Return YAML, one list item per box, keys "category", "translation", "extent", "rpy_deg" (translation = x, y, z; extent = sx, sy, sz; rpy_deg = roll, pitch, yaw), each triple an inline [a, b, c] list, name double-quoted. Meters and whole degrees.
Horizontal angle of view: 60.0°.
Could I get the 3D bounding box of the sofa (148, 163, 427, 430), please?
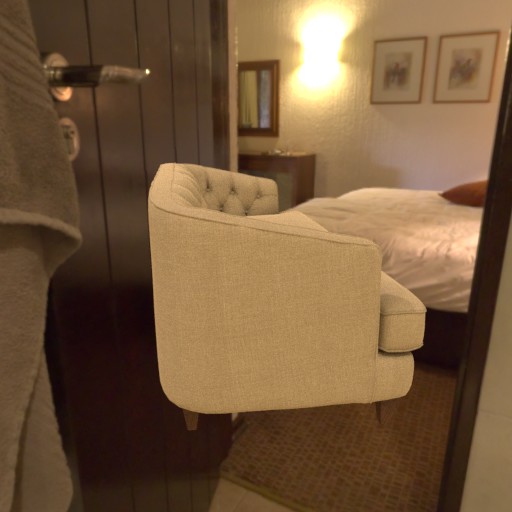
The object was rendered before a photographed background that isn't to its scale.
- category: "sofa"
  translation: [0.000, 0.000, 2.224]
  extent: [0.941, 0.855, 1.733]
  rpy_deg: [-3, 17, -9]
